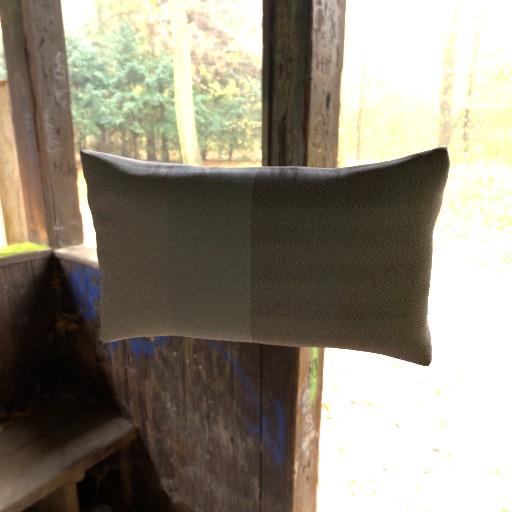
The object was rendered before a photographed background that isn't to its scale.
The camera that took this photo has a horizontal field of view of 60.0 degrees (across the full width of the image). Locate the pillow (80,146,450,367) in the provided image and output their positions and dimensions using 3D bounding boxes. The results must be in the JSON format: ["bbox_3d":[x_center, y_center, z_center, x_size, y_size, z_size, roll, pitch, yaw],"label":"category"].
[{"bbox_3d":[0.000,0.000,0.631,0.506,0.305,0.139,3,16,9],"label":"pillow"}]
